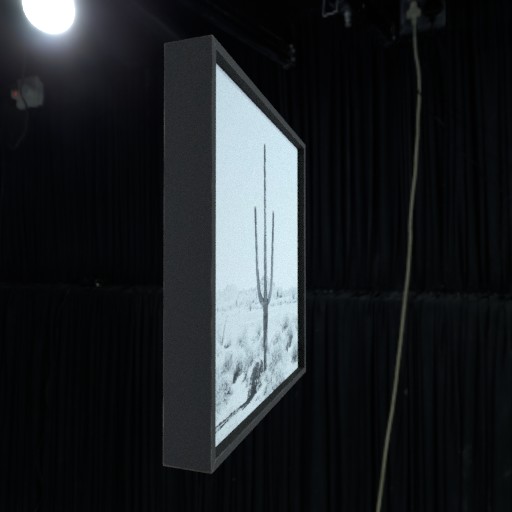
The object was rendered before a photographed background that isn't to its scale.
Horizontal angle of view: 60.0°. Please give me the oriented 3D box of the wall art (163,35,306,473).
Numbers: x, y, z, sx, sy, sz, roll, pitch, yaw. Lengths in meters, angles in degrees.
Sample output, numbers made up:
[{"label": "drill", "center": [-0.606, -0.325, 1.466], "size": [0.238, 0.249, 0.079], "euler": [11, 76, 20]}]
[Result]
[{"label": "wall art", "center": [0.000, 0.000, 0.458], "size": [0.038, 0.305, 0.305], "euler": [0, -1, 19]}]
